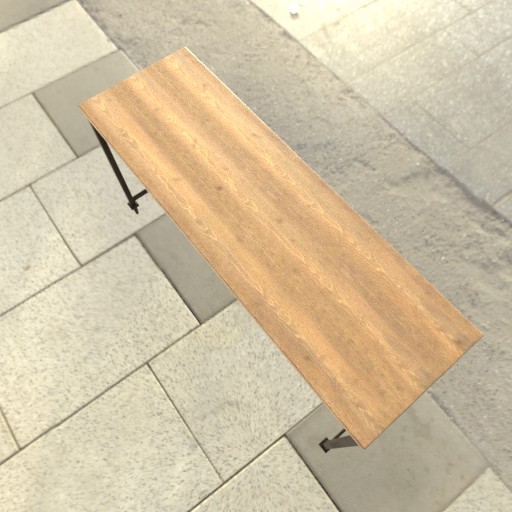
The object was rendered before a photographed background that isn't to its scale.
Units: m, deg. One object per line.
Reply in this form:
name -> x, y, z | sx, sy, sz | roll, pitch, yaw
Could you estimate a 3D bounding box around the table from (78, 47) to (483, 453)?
table -> 0.000, 0.000, 2.059 | 0.551, 0.902, 1.700 | -36, 71, -15
